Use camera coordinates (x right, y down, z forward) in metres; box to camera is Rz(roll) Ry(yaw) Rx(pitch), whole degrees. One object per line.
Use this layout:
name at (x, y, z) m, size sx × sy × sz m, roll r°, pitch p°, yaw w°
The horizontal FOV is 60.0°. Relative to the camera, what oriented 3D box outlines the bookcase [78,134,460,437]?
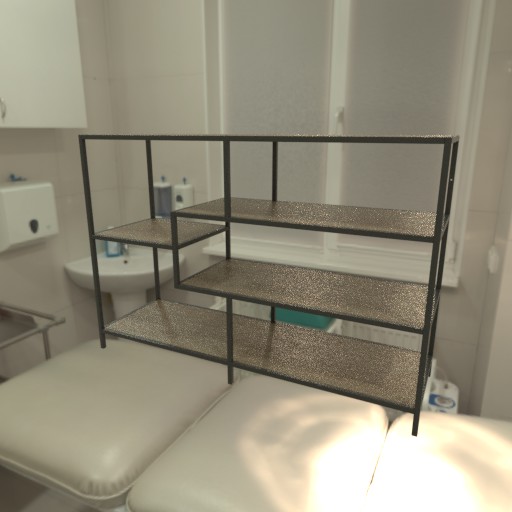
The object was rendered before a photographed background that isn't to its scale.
bookcase at (0.000, 0.000, 1.479) m, size 1.140 × 0.780 × 0.350 m, roll 8°, pitch 18°, yaw 25°
